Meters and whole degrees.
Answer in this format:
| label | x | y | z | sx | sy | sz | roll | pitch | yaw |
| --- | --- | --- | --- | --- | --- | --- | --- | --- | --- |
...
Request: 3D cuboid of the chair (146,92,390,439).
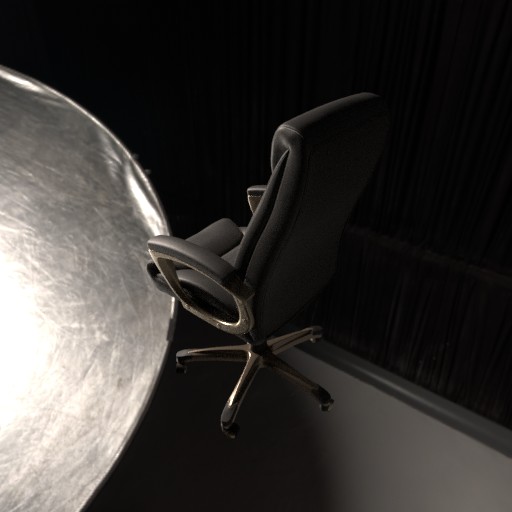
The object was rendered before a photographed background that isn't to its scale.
| label | x | y | z | sx | sy | sz | roll | pitch | yaw |
| --- | --- | --- | --- | --- | --- | --- | --- | --- | --- |
| chair | 0.000 | 0.000 | 1.658 | 0.748 | 1.188 | 0.694 | 22 | 38 | 31 |
